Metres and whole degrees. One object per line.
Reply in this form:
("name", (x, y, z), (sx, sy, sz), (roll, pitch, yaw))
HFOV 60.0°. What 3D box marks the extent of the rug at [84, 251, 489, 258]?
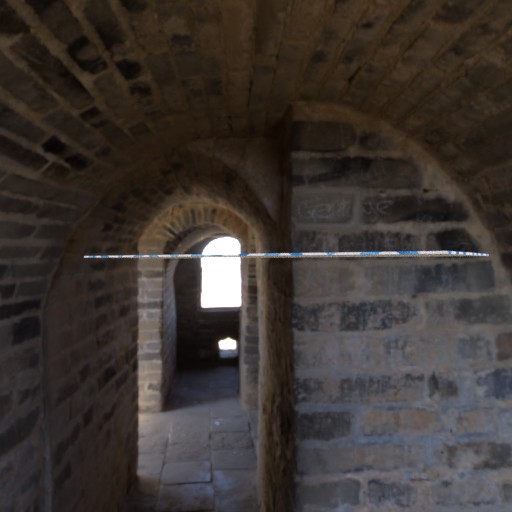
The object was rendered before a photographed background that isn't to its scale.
("rug", (0.000, 0.000, 1.668), (1.492, 0.007, 0.503), (-1, -1, 37))
